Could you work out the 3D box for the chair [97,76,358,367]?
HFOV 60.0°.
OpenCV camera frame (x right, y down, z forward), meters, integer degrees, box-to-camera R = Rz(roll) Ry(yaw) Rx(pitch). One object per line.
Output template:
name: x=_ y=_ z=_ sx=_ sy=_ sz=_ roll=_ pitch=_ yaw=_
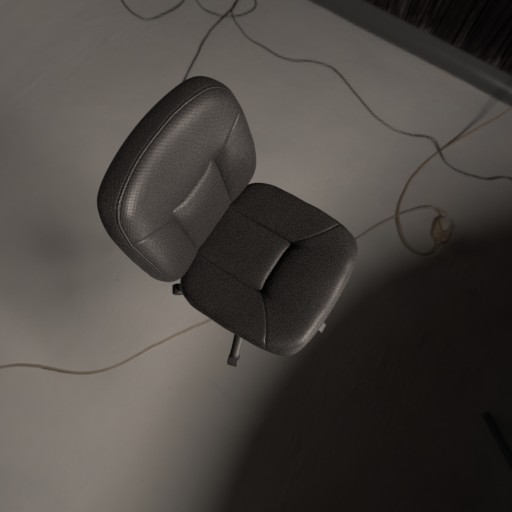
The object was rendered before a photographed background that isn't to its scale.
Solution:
chair: x=0.000 y=0.000 z=1.390 sx=0.646 sy=0.959 sz=0.647 roll=32 pitch=76 yaw=9
